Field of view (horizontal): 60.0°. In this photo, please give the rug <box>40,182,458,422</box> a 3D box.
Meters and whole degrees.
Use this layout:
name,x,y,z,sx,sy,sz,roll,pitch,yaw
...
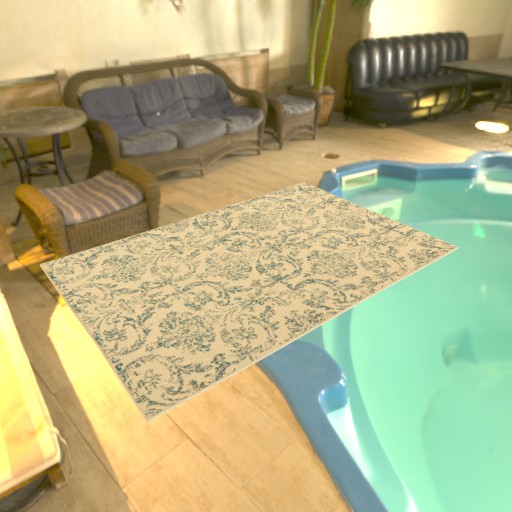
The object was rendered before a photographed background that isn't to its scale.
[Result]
name,x,y,z,sx,sy,sz,roll,pitch,yaw
rug,0.000,0.000,3.474,2.746,0.018,1.819,-22,37,-32
